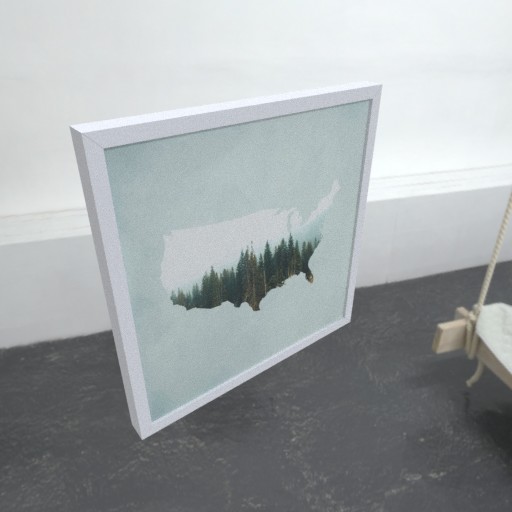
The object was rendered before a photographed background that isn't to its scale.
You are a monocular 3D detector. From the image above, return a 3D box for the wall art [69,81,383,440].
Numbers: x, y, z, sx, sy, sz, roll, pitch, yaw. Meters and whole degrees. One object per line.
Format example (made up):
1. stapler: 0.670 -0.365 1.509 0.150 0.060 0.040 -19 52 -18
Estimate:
1. wall art: 0.000 0.000 0.756 0.509 0.509 0.040 -21 36 -32
